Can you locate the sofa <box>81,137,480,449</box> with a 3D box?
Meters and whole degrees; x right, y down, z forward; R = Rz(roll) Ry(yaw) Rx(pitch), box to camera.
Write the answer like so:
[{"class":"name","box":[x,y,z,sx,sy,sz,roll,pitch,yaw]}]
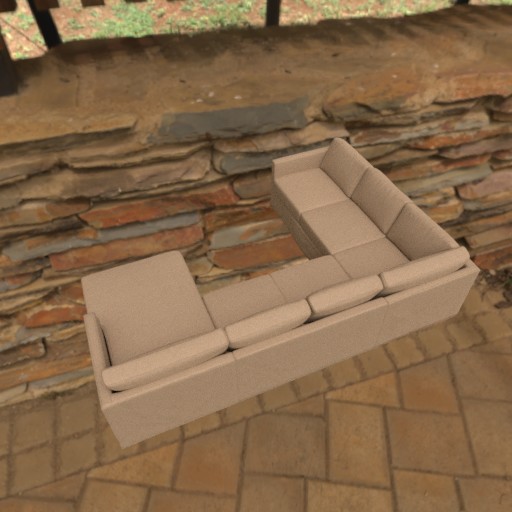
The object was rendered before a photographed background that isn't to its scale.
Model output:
[{"class":"sofa","box":[0.000,0.000,4.535,3.460,0.882,2.427,-17,47,-16]}]
